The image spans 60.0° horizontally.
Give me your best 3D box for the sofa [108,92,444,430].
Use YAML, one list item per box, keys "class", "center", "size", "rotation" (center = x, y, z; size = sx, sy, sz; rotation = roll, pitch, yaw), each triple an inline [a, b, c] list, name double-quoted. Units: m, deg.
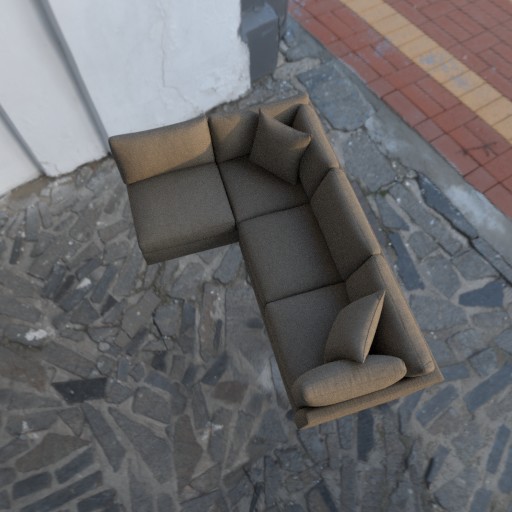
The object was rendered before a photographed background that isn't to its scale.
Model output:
- class: "sofa"
  center: [0.000, 0.000, 3.868]
  size: [1.994, 0.978, 2.896]
  rotation: [-15, 65, -7]
